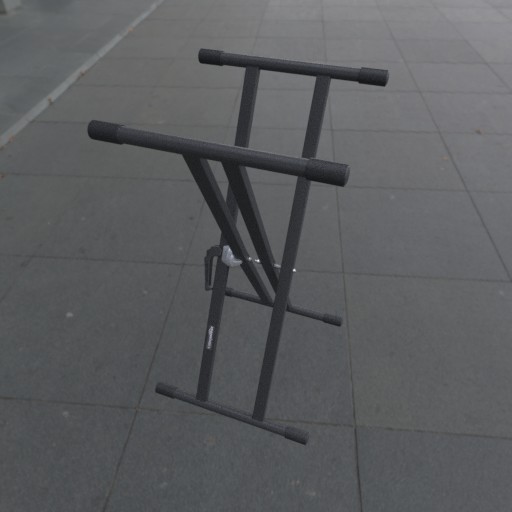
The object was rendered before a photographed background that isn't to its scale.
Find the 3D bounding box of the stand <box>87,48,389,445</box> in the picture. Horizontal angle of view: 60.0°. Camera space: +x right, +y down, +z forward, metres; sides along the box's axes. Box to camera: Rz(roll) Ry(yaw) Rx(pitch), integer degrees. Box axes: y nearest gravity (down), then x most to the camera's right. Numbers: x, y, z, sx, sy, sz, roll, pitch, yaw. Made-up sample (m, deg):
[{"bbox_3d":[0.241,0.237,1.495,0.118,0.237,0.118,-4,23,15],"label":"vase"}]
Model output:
[{"bbox_3d":[0.000,0.000,1.218,0.495,0.900,0.503,14,43,15],"label":"stand"}]
